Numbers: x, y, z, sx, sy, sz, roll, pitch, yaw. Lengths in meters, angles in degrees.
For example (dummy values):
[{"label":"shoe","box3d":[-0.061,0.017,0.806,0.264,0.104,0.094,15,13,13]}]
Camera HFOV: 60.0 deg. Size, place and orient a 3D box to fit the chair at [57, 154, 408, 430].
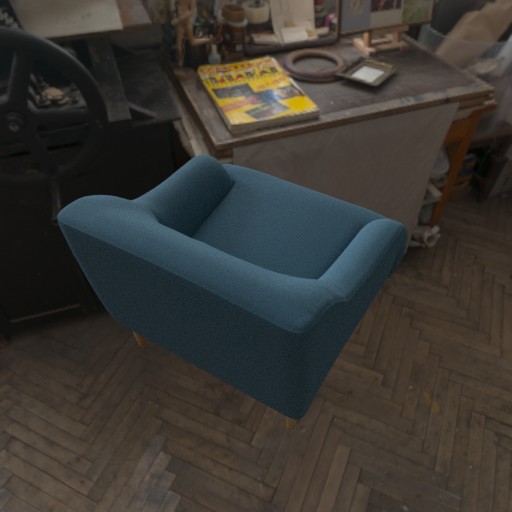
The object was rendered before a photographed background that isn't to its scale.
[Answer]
[{"label":"chair","box3d":[0.000,0.000,1.683,0.946,0.818,0.951,23,51,20]}]
